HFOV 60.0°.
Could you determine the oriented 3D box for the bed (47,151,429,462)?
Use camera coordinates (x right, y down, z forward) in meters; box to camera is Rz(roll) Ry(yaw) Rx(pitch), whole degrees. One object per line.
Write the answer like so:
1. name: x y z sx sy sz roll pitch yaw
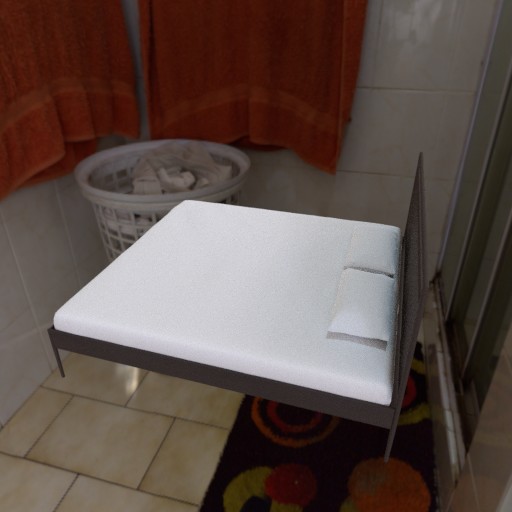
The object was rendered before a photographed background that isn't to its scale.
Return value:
1. bed: 0.000 0.000 3.254 2.151 1.173 1.993 9 31 15
